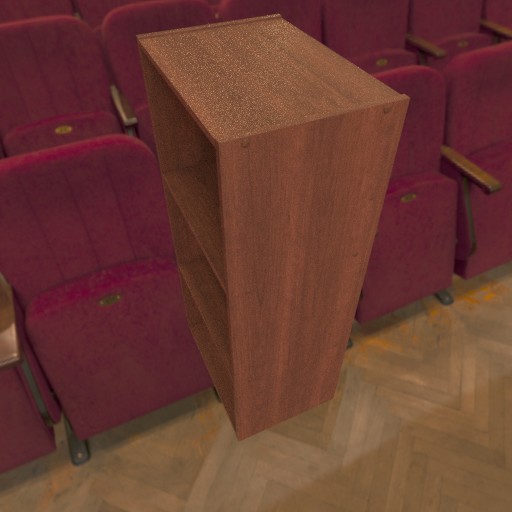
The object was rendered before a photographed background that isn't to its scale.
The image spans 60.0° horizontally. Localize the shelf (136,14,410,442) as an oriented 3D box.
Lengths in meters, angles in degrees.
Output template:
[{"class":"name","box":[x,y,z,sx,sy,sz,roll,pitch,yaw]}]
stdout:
[{"class":"shelf","box":[0.000,0.000,1.024,0.290,0.879,0.414,-18,48,-17]}]
